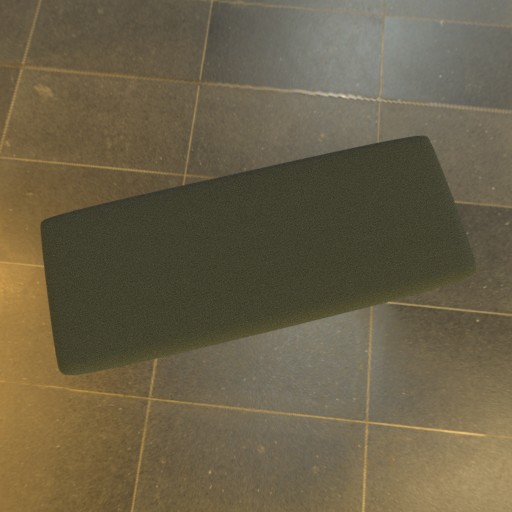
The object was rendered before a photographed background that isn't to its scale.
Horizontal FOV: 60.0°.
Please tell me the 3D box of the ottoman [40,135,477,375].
[{"bbox_3d":[0.000,0.000,1.865,1.609,0.393,0.646,-13,76,-3],"label":"ottoman"}]
